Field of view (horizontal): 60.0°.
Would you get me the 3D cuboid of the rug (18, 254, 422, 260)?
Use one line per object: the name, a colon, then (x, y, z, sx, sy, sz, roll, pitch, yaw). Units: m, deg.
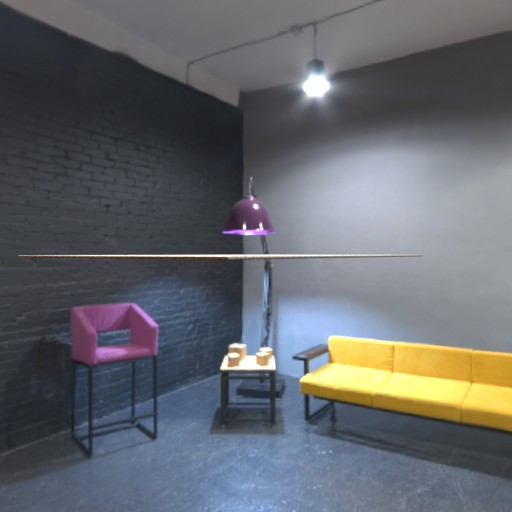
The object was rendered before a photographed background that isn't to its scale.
rug: (0.000, 0.000, 3.022, 1.526, 0.012, 2.444, 0, 0, 36)
